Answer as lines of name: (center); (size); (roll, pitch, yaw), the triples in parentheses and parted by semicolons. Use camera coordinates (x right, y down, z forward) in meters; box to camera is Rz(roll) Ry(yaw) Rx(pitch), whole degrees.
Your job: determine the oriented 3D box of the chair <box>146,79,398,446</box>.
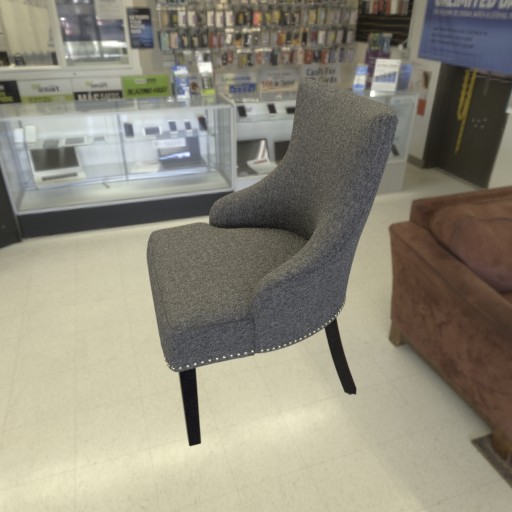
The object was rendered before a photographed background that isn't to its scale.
chair: (0.000, 0.000, 1.324); (0.629, 0.909, 0.566); (-8, 31, -14)
